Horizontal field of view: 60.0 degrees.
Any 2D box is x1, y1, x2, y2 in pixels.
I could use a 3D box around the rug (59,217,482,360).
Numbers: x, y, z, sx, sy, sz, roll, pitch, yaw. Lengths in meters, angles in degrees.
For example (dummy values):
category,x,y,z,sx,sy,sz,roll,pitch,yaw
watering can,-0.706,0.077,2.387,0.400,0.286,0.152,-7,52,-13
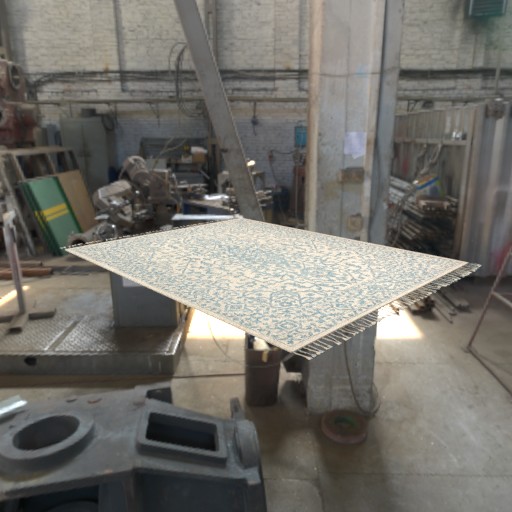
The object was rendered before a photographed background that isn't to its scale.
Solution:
category,x,y,z,sx,sy,sz,roll,pitch,yaw
rug,0.000,0.000,4.257,2.464,0.010,3.327,-15,21,-42
